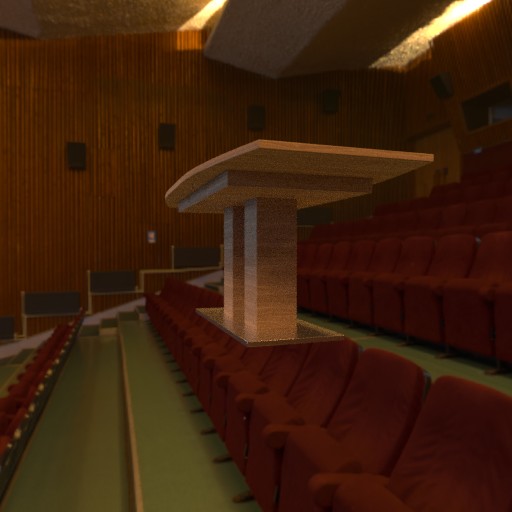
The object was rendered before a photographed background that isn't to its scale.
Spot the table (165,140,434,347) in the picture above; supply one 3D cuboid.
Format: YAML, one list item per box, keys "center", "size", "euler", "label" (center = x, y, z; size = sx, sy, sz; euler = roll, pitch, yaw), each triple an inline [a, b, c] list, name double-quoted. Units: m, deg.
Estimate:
- center: [0.000, 0.000, 2.457]
  size: [0.900, 0.750, 2.032]
  euler: [0, 1, -19]
  label: "table"
